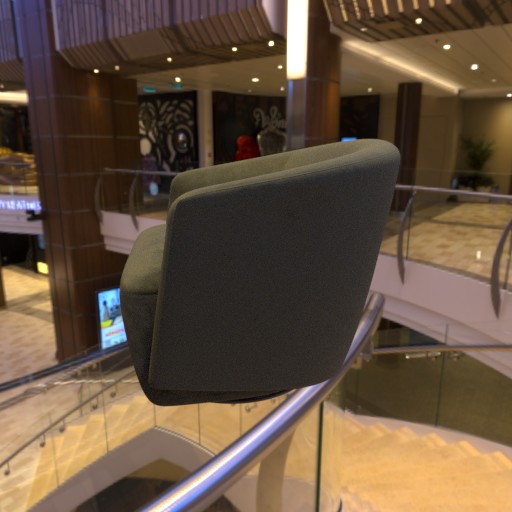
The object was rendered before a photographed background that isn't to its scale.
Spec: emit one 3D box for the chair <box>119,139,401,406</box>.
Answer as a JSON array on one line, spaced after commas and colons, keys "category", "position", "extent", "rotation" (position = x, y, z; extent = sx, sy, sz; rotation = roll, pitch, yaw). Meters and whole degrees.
[{"category": "chair", "position": [0.000, 0.000, 1.364], "extent": [0.767, 0.698, 0.773], "rotation": [-2, 14, -10]}]
